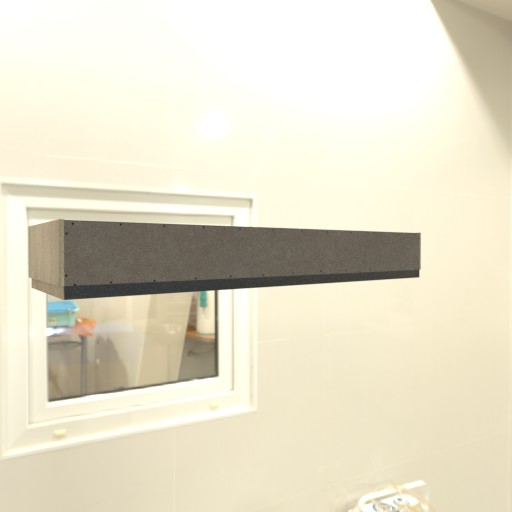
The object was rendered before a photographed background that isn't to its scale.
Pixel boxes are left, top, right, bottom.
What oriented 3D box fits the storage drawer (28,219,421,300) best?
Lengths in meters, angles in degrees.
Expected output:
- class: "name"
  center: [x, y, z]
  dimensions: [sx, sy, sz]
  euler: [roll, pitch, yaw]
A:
- class: "storage drawer"
  center: [0.000, 0.000, 2.342]
  dimensions: [2.072, 0.274, 0.591]
  euler: [-1, 1, -36]
